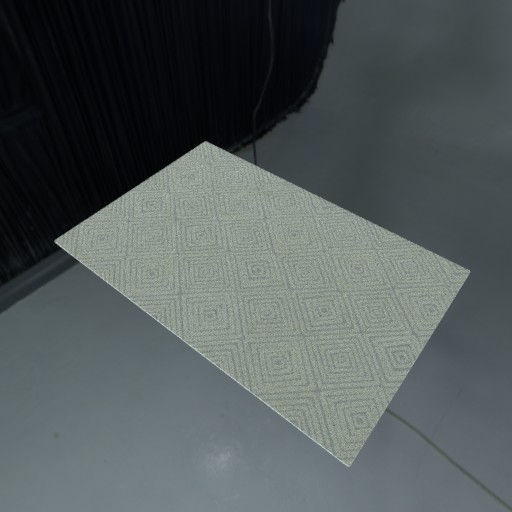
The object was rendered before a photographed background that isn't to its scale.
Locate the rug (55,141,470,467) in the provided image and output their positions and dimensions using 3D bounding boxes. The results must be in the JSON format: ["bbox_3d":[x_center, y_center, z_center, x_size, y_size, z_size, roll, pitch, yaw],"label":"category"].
[{"bbox_3d":[0.000,0.000,2.218,1.753,0.008,1.143,31,55,25],"label":"rug"}]
